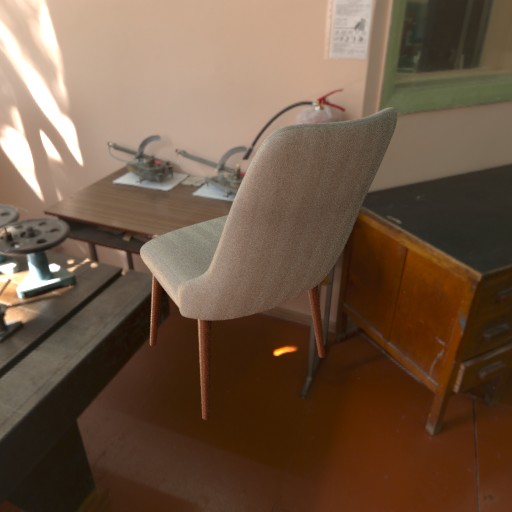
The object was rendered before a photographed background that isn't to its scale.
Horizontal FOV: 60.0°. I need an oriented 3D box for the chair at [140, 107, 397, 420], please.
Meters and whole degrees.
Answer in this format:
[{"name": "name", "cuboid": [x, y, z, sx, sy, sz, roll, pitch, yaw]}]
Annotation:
[{"name": "chair", "cuboid": [0.000, 0.000, 1.298, 0.526, 0.917, 0.684, -19, 35, -29]}]
